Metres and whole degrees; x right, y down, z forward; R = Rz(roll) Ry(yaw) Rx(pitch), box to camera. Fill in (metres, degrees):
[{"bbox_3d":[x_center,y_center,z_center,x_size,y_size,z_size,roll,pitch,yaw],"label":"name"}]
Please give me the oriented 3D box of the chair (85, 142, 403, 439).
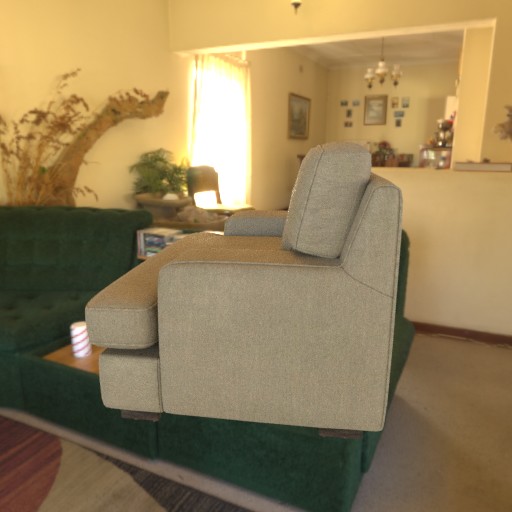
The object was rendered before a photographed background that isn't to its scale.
[{"bbox_3d":[0.000,0.000,1.976,1.043,0.974,1.270,2,14,8],"label":"chair"}]
